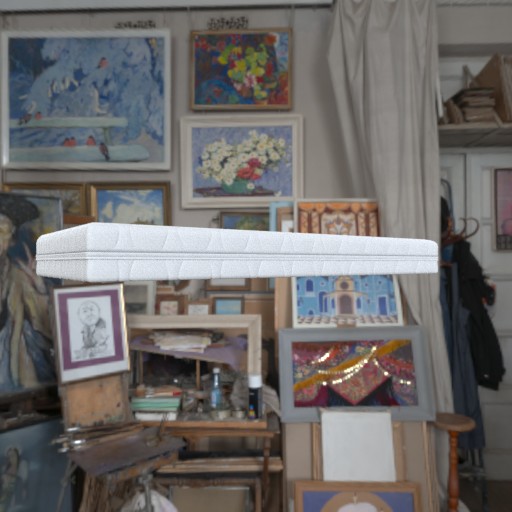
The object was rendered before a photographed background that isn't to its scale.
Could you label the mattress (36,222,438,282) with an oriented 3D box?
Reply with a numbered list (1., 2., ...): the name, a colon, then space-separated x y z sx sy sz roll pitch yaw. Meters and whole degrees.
1. mattress: 0.000 0.000 2.378 2.000 0.200 0.900 1 -1 -36
